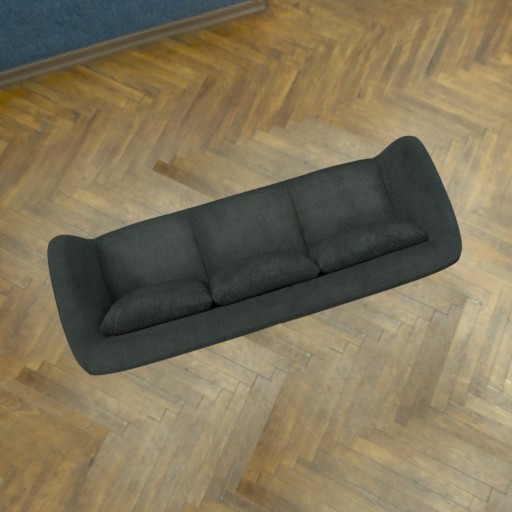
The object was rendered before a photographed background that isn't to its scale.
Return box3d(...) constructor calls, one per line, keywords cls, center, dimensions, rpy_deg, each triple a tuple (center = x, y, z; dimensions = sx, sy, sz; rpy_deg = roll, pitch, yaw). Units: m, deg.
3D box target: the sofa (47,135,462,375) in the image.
box3d(cls="sofa", center=(0.000, 0.000, 2.792), dimensions=(2.296, 0.875, 0.956), rpy_deg=(-17, 76, -4))
